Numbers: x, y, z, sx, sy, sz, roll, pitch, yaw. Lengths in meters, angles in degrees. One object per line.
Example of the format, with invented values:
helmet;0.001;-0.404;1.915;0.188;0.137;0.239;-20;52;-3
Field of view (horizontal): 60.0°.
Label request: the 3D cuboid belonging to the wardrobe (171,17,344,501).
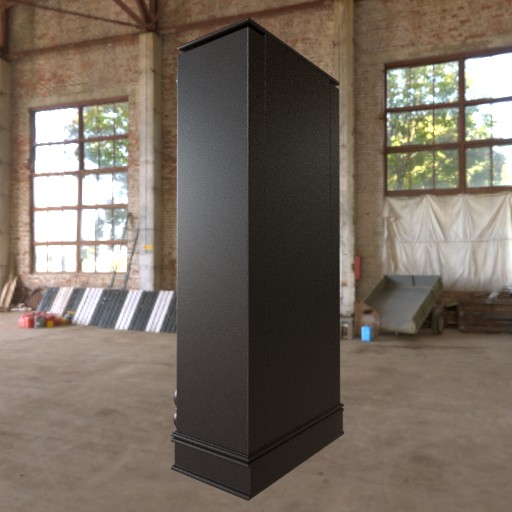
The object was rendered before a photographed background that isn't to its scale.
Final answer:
wardrobe;0.000;0.000;1.180;0.295;1.011;0.444;-1;-1;37
